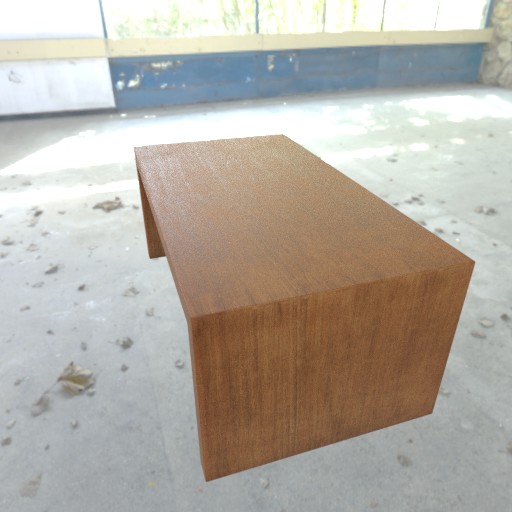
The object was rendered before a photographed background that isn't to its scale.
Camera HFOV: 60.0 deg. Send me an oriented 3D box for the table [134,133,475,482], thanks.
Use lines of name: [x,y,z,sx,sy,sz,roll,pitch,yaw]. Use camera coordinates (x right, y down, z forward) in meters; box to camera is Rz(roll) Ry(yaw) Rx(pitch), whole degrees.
table: [0.000,0.000,1.283,0.549,0.419,1.000,-9,31,-16]
